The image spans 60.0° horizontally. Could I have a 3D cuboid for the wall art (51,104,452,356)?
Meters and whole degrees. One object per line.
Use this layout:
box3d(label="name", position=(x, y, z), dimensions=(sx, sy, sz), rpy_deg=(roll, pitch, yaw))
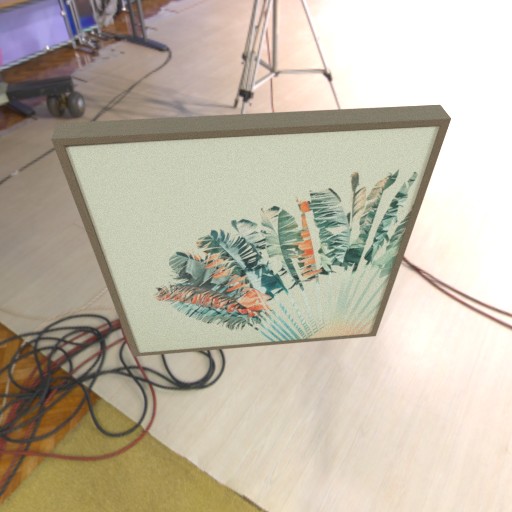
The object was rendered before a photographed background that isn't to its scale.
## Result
box3d(label="wall art", position=(0.000, 0.000, 0.756), dimensions=(0.508, 0.506, 0.038), rpy_deg=(-4, 46, -4))
